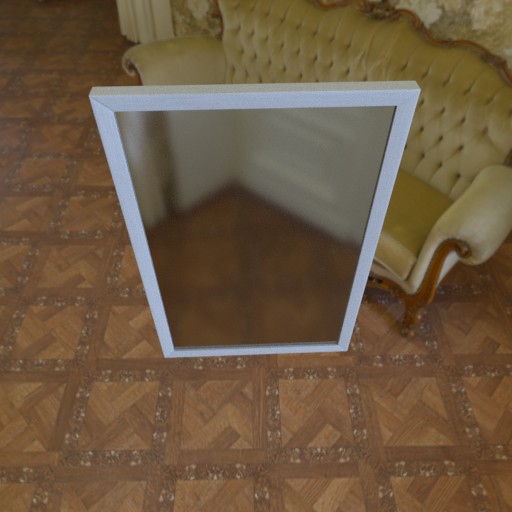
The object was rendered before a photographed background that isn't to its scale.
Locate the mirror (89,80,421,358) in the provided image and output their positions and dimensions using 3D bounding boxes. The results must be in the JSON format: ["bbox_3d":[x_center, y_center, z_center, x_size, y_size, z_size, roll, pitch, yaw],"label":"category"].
[{"bbox_3d":[0.000,0.000,1.158,0.609,0.915,0.040,-2,47,-2],"label":"mirror"}]
